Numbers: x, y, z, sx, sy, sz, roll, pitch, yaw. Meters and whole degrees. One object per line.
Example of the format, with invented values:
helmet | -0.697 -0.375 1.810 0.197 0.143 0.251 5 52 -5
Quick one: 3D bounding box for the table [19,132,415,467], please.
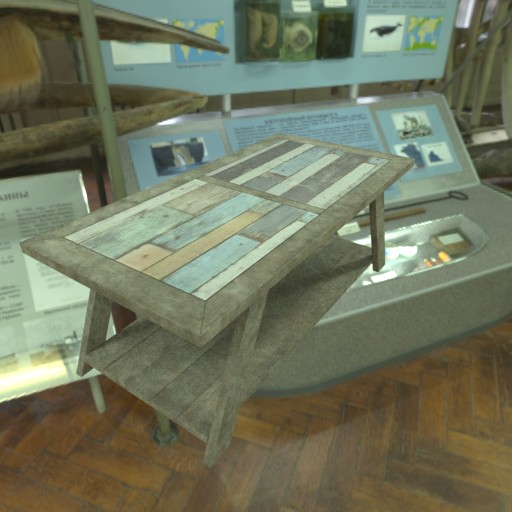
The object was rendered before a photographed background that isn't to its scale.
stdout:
table | 0.000 0.000 1.521 0.610 0.470 1.219 20 37 30
